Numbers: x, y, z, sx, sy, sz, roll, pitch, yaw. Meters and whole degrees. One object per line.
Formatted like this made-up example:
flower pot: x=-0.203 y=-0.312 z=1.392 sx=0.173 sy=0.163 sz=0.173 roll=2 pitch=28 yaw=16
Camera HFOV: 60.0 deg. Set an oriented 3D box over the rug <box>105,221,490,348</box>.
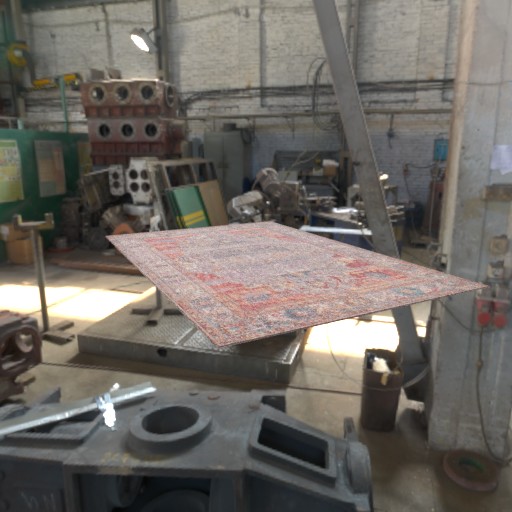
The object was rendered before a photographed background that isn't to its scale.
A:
rug: x=0.000 y=0.000 z=2.336 sx=1.219 sy=0.005 sz=1.829 roll=-7 pitch=16 yaw=-27
